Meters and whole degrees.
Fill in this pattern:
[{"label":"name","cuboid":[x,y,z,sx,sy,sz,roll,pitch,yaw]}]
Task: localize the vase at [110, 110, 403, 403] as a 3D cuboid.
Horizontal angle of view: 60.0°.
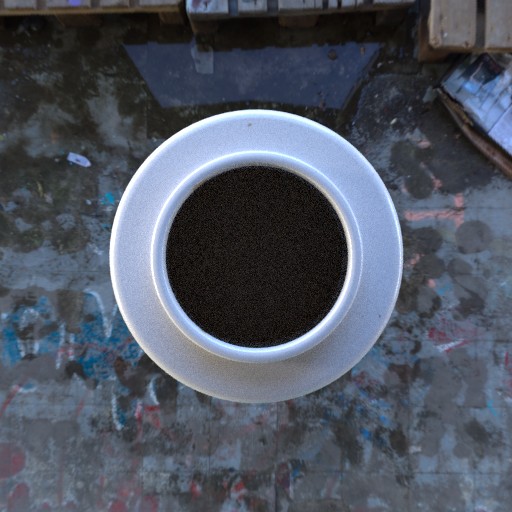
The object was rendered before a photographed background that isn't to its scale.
[{"label":"vase","cuboid":[0.000,0.000,0.285,0.153,0.167,0.153,0,90,0]}]
